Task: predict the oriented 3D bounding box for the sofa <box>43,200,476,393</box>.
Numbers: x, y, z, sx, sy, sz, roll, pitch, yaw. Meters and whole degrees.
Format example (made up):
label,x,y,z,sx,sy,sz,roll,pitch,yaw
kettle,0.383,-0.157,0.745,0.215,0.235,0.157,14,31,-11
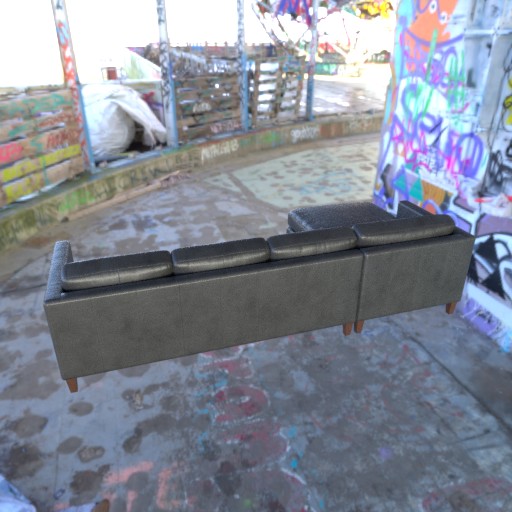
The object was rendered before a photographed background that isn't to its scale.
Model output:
label,x,y,z,sx,sy,sz,roll,pitch,yaw
sofa,0.000,0.000,3.897,3.203,0.883,1.581,-8,28,-16
